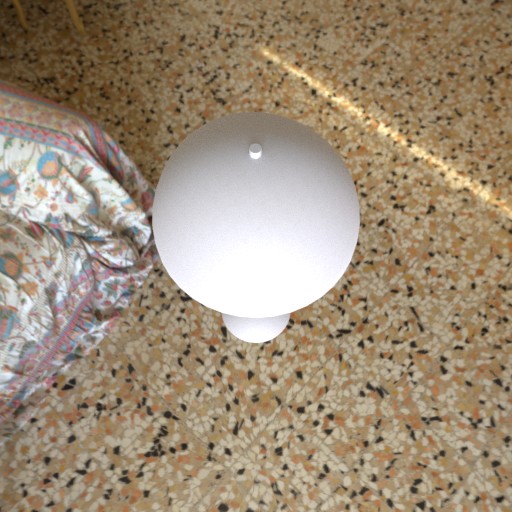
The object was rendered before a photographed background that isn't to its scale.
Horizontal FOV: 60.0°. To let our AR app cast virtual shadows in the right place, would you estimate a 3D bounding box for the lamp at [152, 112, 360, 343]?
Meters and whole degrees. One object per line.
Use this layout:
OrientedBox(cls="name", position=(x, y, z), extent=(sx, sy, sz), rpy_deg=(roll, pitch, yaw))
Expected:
OrientedBox(cls="lamp", position=(0.000, 0.000, 0.439), extent=(0.171, 0.330, 0.171), rpy_deg=(0, 65, 0))
